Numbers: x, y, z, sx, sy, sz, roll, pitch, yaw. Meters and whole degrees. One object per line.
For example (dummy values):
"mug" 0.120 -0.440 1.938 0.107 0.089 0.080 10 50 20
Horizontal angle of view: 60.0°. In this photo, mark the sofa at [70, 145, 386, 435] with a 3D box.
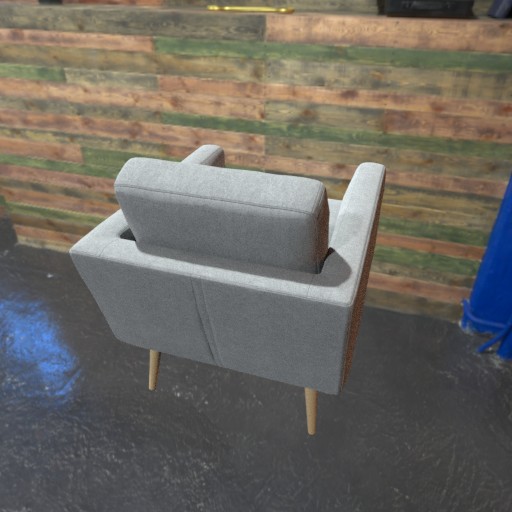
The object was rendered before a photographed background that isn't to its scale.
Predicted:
"sofa" 0.000 0.000 1.536 0.770 0.860 0.920 10 34 15
